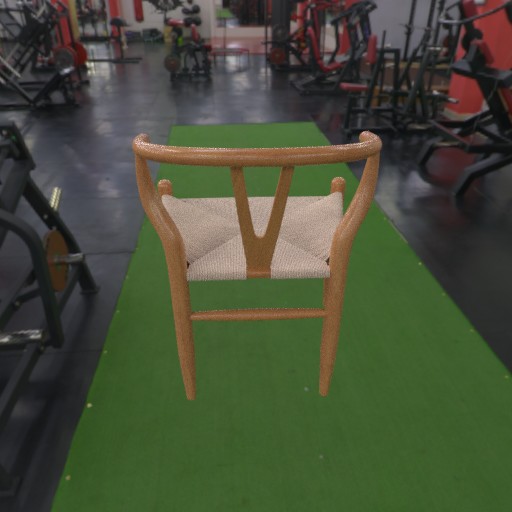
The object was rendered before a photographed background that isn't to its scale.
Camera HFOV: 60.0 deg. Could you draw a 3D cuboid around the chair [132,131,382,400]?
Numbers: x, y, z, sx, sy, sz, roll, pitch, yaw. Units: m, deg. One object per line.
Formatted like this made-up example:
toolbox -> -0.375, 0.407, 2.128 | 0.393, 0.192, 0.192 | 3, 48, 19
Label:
chair -> 0.000, 0.000, 1.156 | 0.569, 0.730, 0.579 | -1, 30, -2
